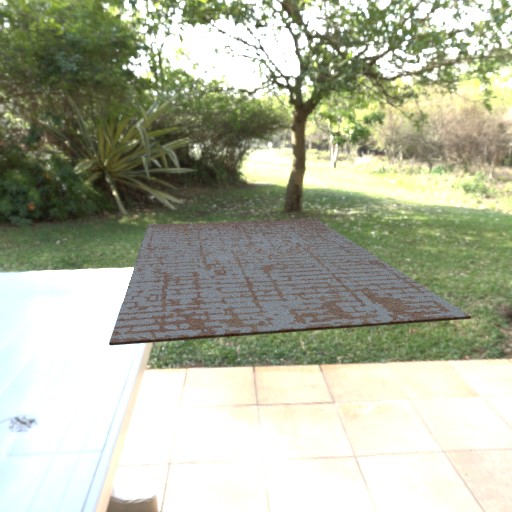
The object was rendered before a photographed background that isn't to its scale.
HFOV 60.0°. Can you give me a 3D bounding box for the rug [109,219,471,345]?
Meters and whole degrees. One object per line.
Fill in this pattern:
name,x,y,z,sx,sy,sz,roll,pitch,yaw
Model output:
rug,0.000,0.000,2.314,1.219,0.011,1.829,-3,16,-9
